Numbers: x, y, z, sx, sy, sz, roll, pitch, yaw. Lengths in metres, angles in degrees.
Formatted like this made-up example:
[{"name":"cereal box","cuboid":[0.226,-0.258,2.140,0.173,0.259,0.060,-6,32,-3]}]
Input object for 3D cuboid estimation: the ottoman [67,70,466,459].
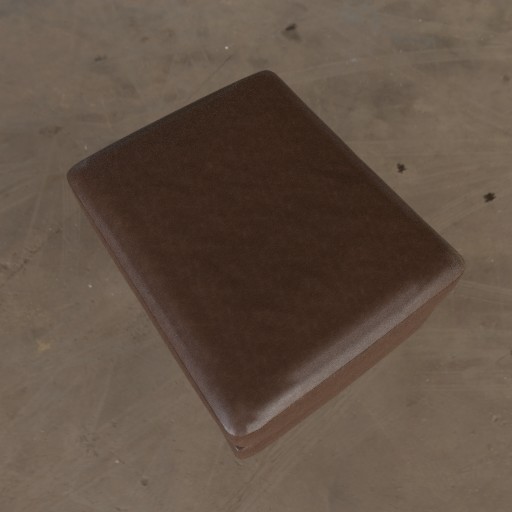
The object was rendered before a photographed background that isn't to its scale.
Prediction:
[{"name":"ottoman","cuboid":[0.000,0.000,1.117,0.603,0.476,0.751,-32,68,-15]}]
